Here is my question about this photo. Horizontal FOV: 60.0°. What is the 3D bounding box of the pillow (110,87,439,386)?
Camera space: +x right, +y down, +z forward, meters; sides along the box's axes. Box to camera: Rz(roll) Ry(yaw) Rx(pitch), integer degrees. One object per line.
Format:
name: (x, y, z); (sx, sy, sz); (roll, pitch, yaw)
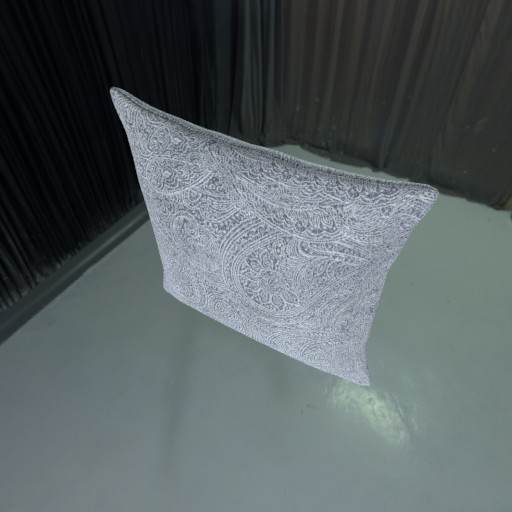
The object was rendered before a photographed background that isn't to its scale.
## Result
pillow: (0.000, 0.000, 0.798); (0.523, 0.510, 0.166); (23, 51, 20)
